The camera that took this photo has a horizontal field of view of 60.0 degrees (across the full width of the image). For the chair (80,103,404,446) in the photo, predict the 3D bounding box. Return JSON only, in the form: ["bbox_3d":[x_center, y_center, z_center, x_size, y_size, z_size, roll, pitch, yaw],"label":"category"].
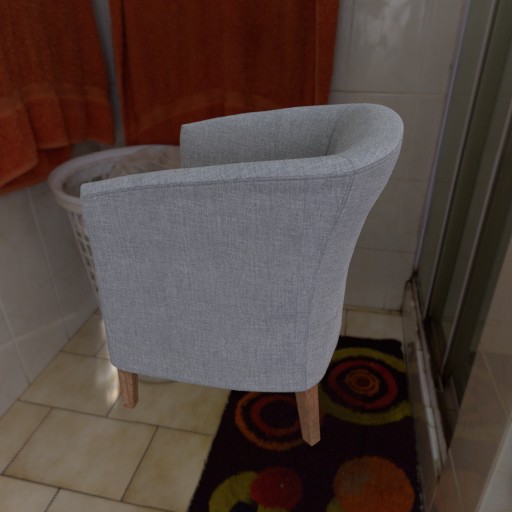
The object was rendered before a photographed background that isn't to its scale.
[{"bbox_3d":[0.000,0.000,1.228,0.668,0.771,0.600,7,30,12],"label":"chair"}]
